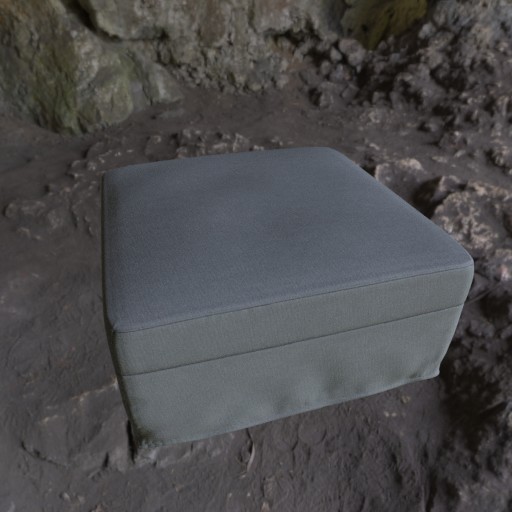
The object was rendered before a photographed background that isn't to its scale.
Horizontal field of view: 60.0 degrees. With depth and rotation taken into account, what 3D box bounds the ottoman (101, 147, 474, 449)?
[{"bbox_3d":[0.000,0.000,1.324,0.842,0.441,0.843,-9,34,-14],"label":"ottoman"}]
